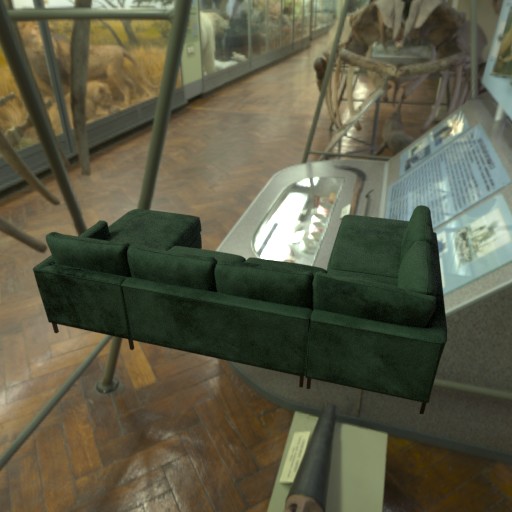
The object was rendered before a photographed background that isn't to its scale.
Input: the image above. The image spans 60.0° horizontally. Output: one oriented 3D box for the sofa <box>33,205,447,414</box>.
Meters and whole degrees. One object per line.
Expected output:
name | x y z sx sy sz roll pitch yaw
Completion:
sofa | 0.000 0.000 3.863 2.994 0.861 1.992 9 31 14
